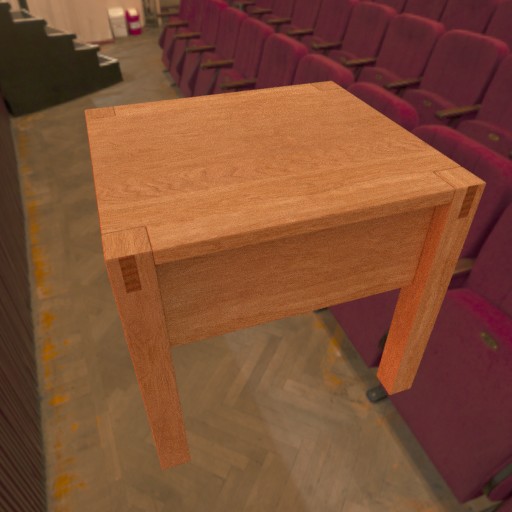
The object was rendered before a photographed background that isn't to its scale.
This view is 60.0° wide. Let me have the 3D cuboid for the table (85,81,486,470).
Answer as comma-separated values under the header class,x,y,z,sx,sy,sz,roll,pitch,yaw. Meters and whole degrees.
class,x,y,z,sx,sy,sz,roll,pitch,yaw
table,0.000,0.000,0.814,0.480,0.450,0.440,-12,40,-15
